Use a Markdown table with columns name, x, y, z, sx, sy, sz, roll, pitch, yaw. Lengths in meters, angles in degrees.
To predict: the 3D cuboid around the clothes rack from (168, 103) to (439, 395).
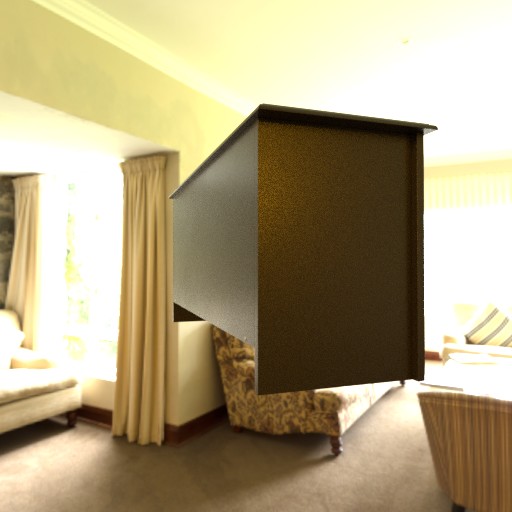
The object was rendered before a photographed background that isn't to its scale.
| name | x | y | z | sx | sy | sz | roll | pitch | yaw |
| --- | --- | --- | --- | --- | --- | --- | --- | --- | --- |
| clothes rack | 0.000 | 0.000 | 1.453 | 0.406 | 0.556 | 1.219 | 0 | -1 | -19 |
